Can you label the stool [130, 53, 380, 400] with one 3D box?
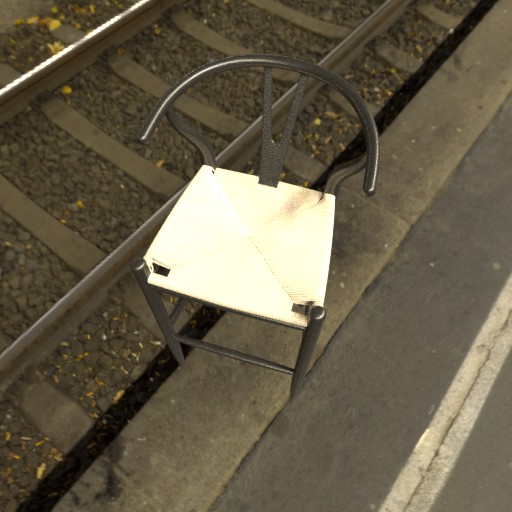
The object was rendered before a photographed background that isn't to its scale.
[{"bbox_3d":[0.000,0.000,1.441,0.569,1.072,0.579,15,61,8],"label":"stool"}]
